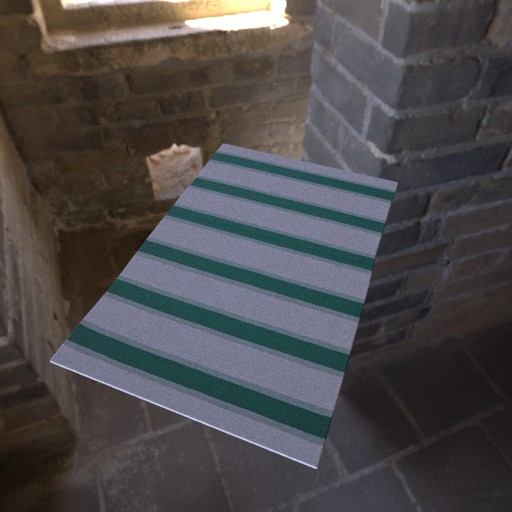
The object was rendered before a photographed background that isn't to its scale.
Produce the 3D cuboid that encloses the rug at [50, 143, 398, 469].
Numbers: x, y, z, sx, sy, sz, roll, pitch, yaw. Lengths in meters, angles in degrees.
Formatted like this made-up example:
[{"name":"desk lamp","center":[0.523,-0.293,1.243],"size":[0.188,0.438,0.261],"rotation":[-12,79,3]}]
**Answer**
[{"name":"rug","center":[0.000,0.000,2.359],"size":[1.210,0.012,1.829],"rotation":[16,49,14]}]
